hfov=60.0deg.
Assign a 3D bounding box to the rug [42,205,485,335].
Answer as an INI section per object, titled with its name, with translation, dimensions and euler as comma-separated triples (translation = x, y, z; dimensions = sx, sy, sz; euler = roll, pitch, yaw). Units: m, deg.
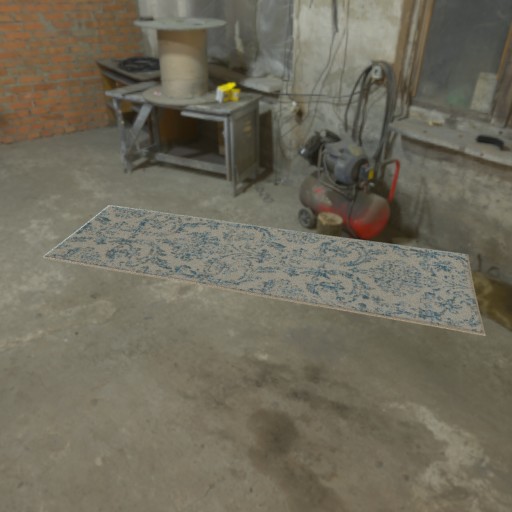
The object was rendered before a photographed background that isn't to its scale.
[rug]
translation = 0.000, 0.000, 2.385
dimensions = 2.196, 0.011, 0.662
euler = 9, 33, 13
